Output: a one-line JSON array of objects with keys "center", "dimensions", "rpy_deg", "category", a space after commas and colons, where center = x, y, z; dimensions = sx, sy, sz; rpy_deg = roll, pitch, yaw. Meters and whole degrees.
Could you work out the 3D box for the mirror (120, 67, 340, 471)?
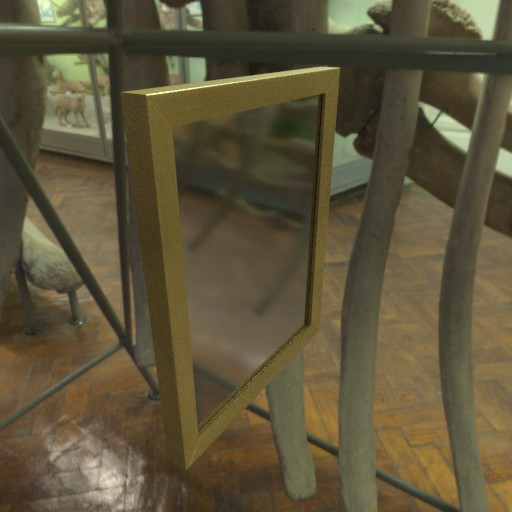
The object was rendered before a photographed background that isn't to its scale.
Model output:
[{"center": [0.000, 0.000, 0.675], "dimensions": [0.041, 0.508, 0.405], "rpy_deg": [18, 32, 31], "category": "mirror"}]
